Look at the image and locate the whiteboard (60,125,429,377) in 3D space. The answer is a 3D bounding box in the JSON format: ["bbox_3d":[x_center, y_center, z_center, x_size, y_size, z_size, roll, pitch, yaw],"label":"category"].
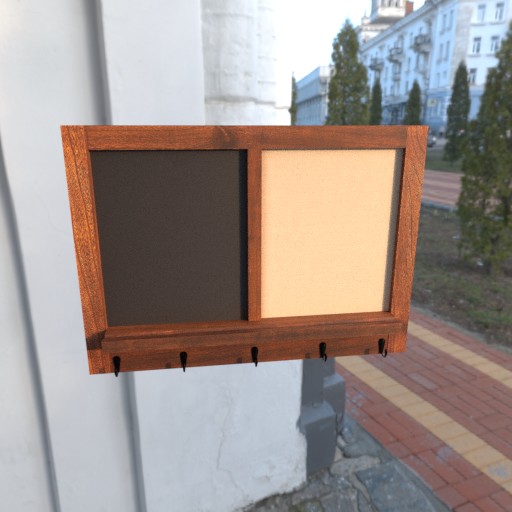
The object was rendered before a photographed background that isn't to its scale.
[{"bbox_3d":[0.000,0.000,0.978,0.768,0.553,0.083,-2,16,-8],"label":"whiteboard"}]
